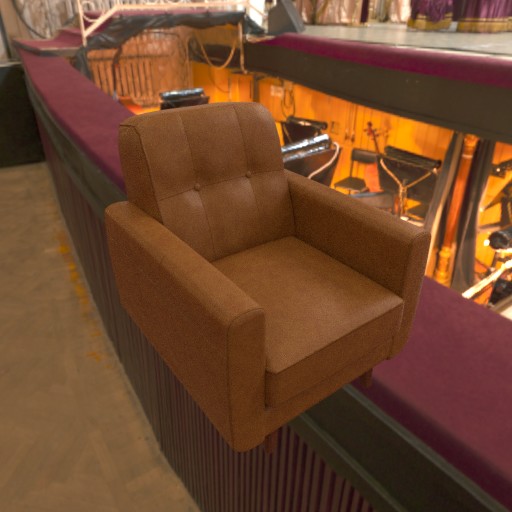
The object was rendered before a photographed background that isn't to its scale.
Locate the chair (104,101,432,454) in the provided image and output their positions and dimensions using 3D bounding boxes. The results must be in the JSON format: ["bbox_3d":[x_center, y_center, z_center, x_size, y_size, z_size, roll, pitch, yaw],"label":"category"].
[{"bbox_3d":[0.000,0.000,1.657,0.845,0.968,0.942,-20,36,-31],"label":"chair"}]
